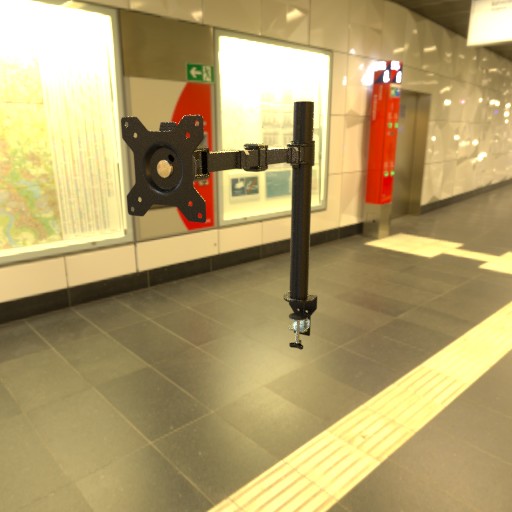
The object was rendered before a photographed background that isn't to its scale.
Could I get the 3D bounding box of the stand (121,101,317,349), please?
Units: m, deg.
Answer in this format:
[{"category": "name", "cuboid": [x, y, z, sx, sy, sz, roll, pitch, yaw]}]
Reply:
[{"category": "stand", "cuboid": [0.000, 0.000, 0.738, 0.115, 0.510, 0.456, 8, 17, 27]}]
